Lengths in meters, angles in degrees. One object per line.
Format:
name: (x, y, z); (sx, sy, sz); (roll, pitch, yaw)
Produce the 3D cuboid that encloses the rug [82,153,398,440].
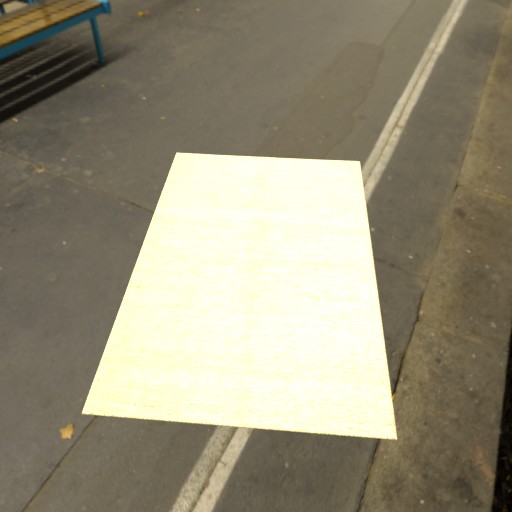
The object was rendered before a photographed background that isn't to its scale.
rug: (0.000, 0.000, 2.372); (1.250, 0.015, 1.850); (3, 47, 3)
